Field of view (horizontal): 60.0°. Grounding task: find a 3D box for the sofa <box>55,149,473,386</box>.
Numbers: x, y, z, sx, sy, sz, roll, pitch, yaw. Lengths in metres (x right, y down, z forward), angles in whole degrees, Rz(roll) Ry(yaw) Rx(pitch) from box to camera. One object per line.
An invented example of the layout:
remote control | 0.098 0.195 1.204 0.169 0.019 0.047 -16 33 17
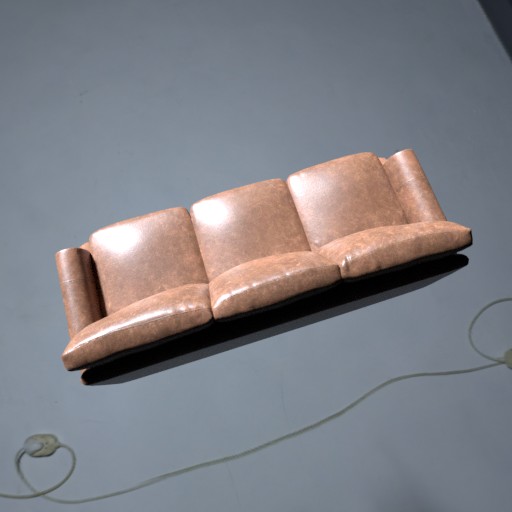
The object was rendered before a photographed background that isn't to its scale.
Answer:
sofa | 0.000 0.000 2.773 2.351 0.977 0.973 -17 76 -4
